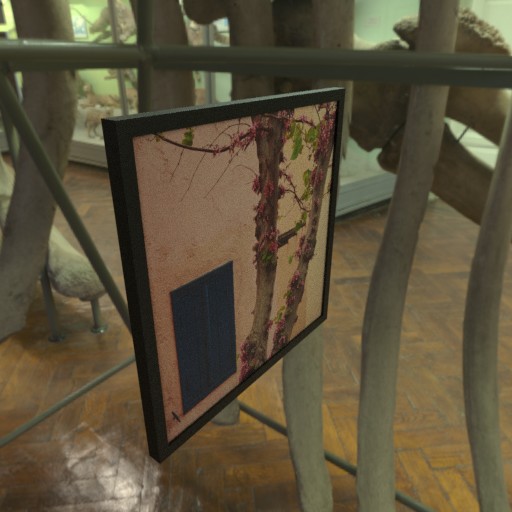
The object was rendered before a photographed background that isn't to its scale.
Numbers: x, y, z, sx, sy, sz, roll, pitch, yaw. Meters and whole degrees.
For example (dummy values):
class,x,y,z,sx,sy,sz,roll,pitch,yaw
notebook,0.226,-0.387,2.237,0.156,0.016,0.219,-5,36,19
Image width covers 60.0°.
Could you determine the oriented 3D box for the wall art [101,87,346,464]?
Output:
class,x,y,z,sx,sy,sz,roll,pitch,yaw
wall art,0.000,0.000,1.136,0.038,0.762,0.762,18,31,34
